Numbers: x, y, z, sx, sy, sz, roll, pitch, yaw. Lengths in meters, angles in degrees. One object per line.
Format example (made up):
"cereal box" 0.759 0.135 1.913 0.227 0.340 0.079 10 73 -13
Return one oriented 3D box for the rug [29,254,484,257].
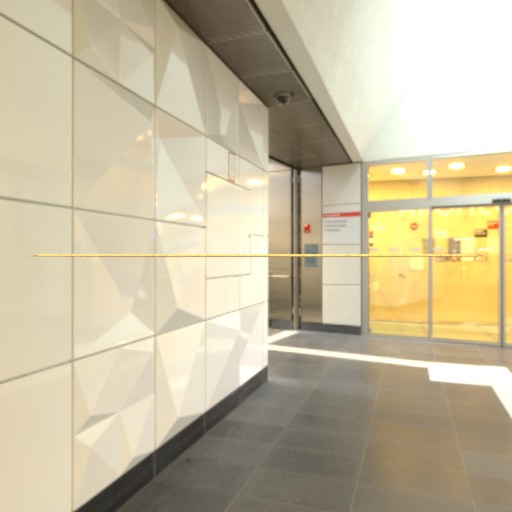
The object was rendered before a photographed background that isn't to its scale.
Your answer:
"rug" 0.000 0.000 2.926 2.233 0.011 1.514 0 0 0
